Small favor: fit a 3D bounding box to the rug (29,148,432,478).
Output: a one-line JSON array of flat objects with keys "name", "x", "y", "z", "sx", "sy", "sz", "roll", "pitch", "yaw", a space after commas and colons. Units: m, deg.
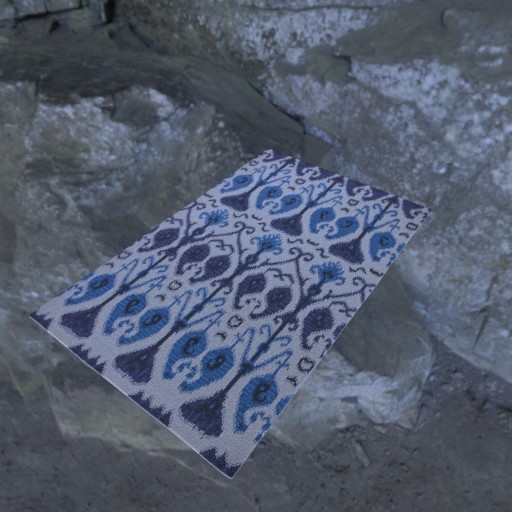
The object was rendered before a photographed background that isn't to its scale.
[{"name": "rug", "x": 0.000, "y": 0.000, "z": 2.082, "sx": 1.072, "sy": 0.013, "sz": 1.698, "roll": 27, "pitch": 49, "yaw": 26}]
